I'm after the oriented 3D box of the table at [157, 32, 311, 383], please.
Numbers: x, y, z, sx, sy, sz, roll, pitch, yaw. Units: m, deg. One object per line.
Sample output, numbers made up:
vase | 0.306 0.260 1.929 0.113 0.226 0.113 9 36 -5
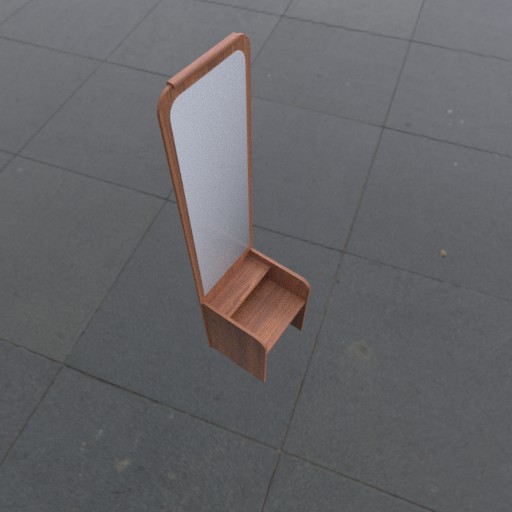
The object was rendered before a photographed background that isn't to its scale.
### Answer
table | 0.000 0.000 2.034 0.420 1.830 0.450 31 61 19
